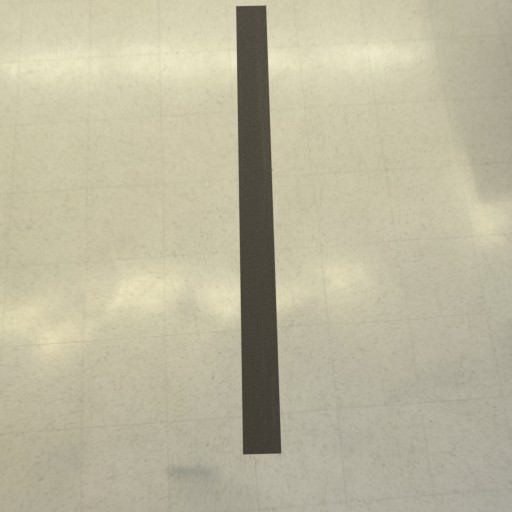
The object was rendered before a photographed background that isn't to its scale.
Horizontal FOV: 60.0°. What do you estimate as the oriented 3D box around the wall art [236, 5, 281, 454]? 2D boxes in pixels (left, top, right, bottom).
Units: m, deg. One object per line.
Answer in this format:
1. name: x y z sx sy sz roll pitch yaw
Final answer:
1. wall art: 0.000 0.000 0.730 0.037 0.507 0.509 -1 77 0
